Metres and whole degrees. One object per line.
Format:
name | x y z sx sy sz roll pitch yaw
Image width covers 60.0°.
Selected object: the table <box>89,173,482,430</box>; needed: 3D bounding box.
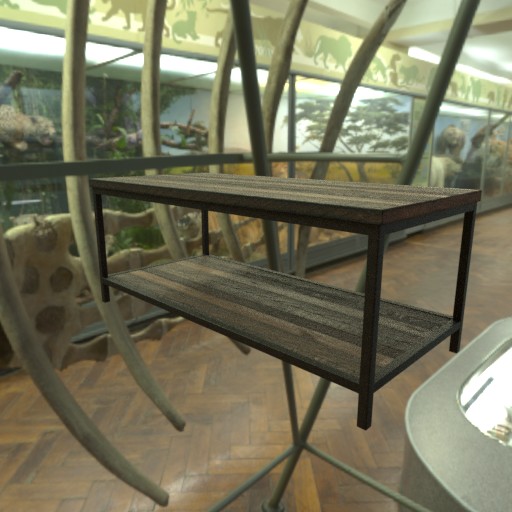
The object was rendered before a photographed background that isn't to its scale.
table | 0.000 0.000 1.231 0.990 0.399 0.452 13 19 43
